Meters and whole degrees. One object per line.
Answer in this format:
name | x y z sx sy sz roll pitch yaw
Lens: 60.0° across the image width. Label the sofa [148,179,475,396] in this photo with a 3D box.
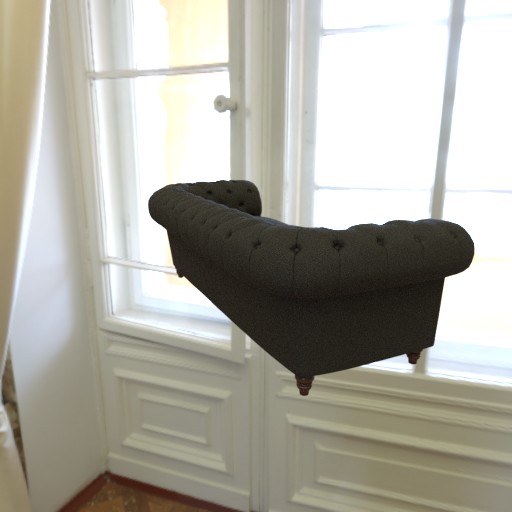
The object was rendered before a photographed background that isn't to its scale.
sofa | 0.000 0.000 2.758 0.991 0.762 2.362 -7 17 -25
